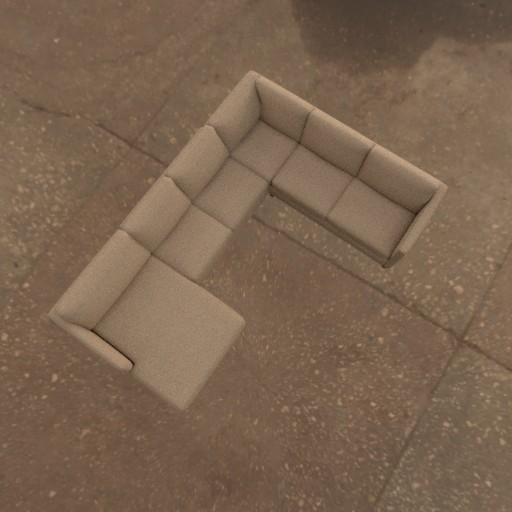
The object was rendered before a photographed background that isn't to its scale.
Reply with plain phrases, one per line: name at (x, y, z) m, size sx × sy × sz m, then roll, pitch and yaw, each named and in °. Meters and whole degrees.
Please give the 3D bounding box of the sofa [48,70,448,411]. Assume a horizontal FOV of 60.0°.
sofa at (0.000, 0.000, 4.623) m, size 2.551 × 0.889 × 3.403 m, roll 34°, pitch 77°, yaw 9°
